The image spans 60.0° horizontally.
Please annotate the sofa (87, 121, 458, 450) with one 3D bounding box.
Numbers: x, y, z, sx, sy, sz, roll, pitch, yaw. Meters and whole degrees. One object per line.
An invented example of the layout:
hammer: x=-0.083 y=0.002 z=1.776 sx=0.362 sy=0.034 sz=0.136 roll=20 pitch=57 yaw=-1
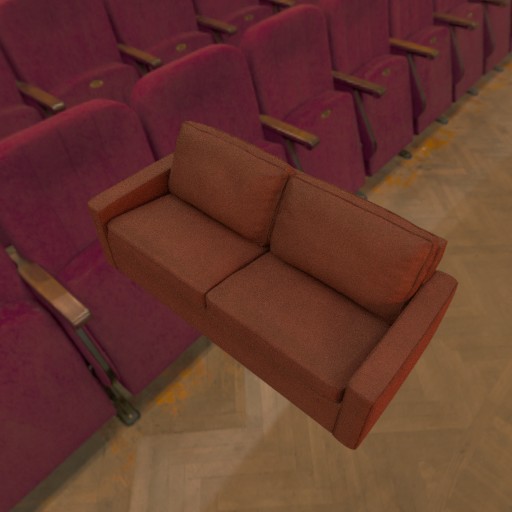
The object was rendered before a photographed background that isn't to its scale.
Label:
sofa: x=0.000 y=0.000 z=2.639 sx=2.080 sy=0.919 sz=0.940 roll=31 pitch=54 yaw=27
